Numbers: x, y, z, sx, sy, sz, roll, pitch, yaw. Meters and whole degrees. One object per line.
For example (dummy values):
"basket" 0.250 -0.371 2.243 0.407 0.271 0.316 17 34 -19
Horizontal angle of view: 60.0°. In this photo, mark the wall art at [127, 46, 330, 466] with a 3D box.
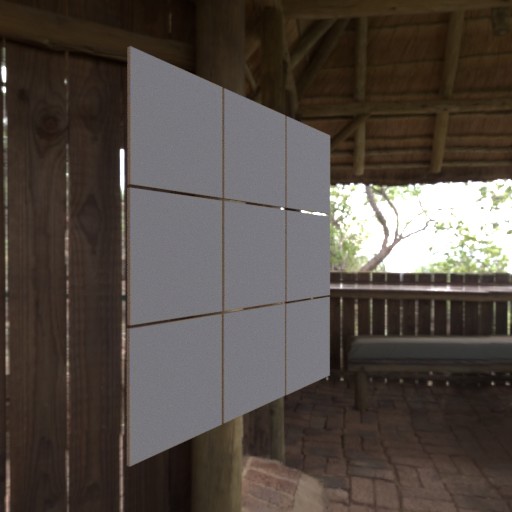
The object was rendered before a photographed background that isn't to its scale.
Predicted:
"wall art" 0.000 0.000 2.212 0.017 1.521 1.527 0 0 37
